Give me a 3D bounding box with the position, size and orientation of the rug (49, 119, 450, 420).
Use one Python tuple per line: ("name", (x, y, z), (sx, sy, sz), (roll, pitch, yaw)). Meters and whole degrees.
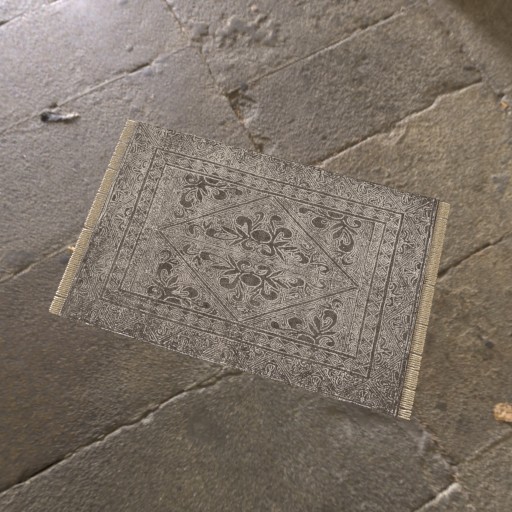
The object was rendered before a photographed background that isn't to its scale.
("rug", (0.000, 0.000, 3.048), (2.440, 0.010, 1.529), (16, 76, 4))
